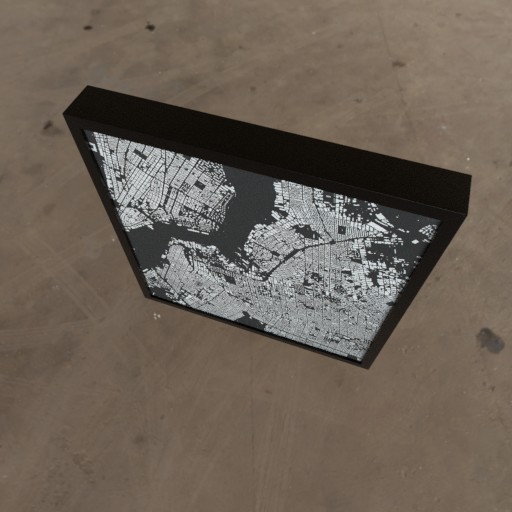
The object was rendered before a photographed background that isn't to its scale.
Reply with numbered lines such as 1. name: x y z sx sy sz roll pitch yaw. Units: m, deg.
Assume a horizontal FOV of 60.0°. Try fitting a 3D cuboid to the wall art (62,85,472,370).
1. wall art: 0.000 0.000 0.444 0.299 0.299 0.037 16 58 10
